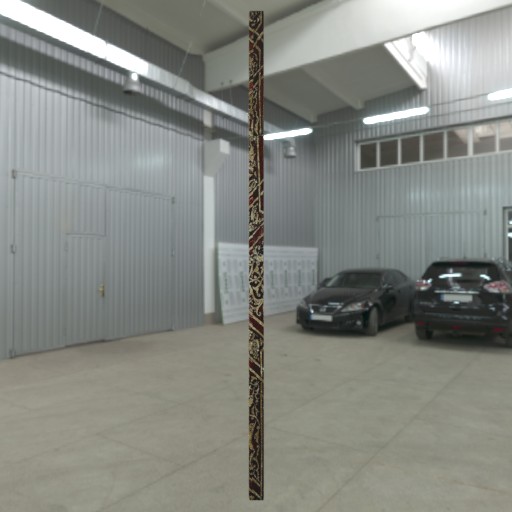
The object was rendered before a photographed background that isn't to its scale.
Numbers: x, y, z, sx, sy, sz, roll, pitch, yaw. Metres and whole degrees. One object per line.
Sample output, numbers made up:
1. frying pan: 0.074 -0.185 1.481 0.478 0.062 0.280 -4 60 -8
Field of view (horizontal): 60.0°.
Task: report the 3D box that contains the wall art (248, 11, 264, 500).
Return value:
1. wall art: 0.000 0.000 1.118 0.030 0.904 0.599 0 -1 0
